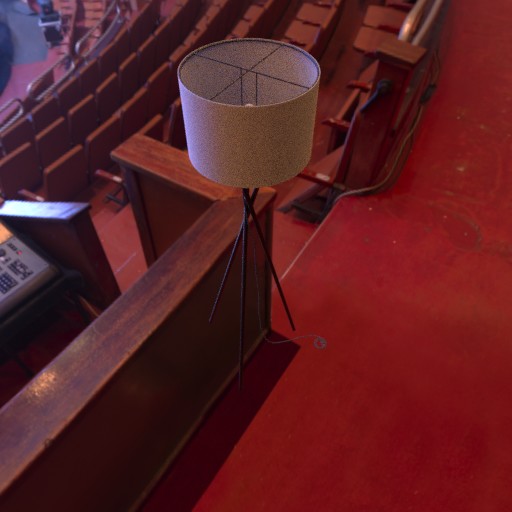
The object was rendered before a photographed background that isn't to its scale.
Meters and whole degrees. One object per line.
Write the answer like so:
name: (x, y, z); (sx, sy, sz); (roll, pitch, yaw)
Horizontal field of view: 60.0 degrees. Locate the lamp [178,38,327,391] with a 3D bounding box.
lamp: (0.000, 0.000, 1.925); (0.667, 1.624, 0.522); (25, 53, 20)
